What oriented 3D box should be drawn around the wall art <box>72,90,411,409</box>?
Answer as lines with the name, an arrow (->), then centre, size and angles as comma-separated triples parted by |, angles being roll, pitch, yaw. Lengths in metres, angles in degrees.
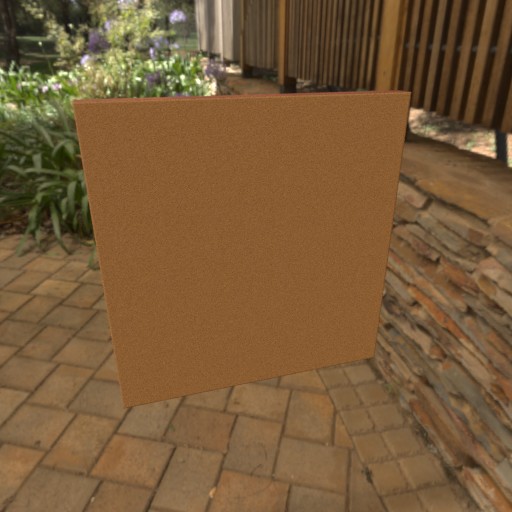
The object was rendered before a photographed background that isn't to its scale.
wall art -> 0.000, 0.000, 0.837 | 0.554, 0.572, 0.037 | -7, 26, -15
